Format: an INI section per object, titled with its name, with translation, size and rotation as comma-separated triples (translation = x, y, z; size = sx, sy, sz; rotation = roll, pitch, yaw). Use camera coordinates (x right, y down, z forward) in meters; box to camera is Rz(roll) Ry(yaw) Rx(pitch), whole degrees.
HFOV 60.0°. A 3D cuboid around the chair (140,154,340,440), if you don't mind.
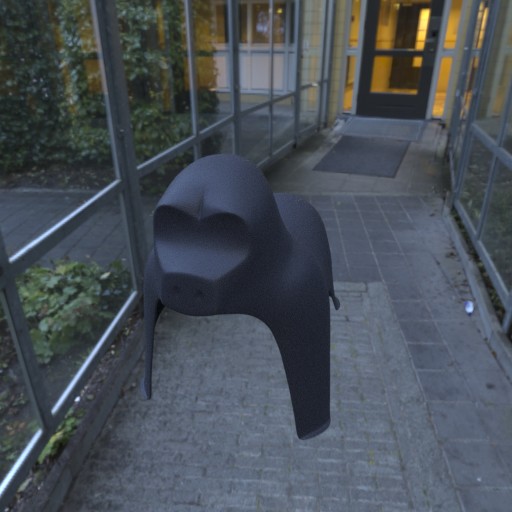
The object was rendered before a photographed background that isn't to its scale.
[chair]
translation = 0.000, 0.000, 1.125
size = 0.490, 0.600, 0.758
rotation = 8, 28, 16
